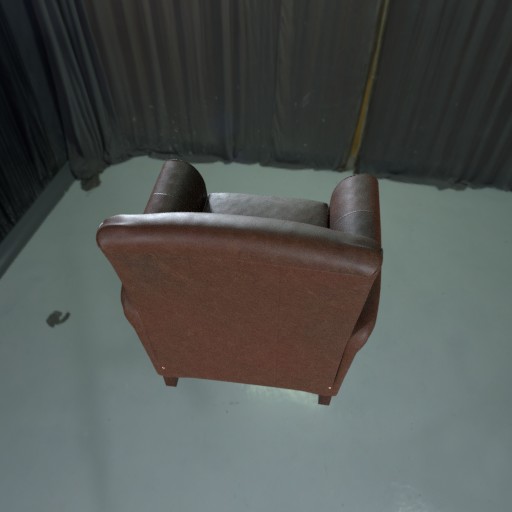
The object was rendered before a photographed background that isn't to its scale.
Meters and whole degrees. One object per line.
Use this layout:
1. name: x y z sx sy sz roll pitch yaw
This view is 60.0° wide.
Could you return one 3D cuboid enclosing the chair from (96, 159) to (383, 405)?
1. chair: 0.000 0.000 1.749 0.978 1.061 0.902 5 47 5
